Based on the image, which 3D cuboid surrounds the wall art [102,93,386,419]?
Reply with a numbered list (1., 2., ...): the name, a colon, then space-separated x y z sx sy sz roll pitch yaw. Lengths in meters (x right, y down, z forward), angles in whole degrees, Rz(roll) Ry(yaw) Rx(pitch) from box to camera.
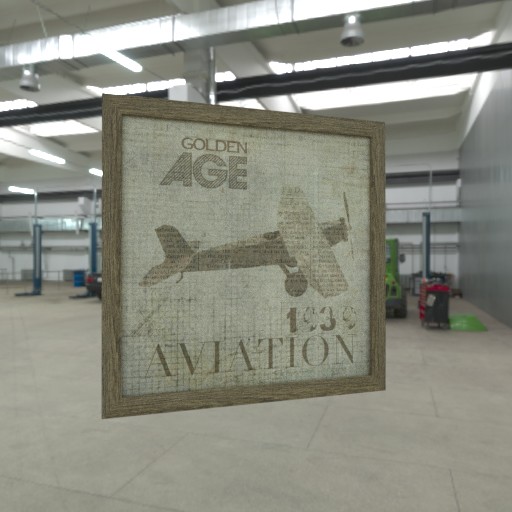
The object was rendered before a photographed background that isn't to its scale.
1. wall art: 0.000 0.000 0.773 0.508 0.508 0.019 0 0 -17
